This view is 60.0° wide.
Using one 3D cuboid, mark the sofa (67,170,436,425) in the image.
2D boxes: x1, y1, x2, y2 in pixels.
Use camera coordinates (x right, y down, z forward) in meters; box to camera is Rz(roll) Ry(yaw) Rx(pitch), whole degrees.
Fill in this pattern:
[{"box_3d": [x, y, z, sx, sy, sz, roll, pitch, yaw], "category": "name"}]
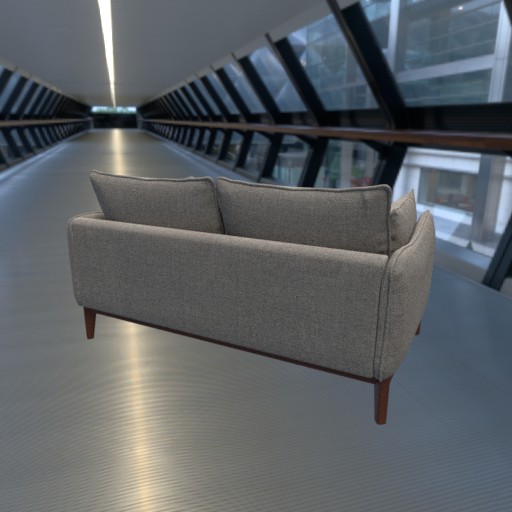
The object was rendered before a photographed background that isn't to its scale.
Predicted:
[{"box_3d": [0.000, 0.000, 2.175, 1.580, 0.851, 0.972, 8, 18, 26], "category": "sofa"}]
